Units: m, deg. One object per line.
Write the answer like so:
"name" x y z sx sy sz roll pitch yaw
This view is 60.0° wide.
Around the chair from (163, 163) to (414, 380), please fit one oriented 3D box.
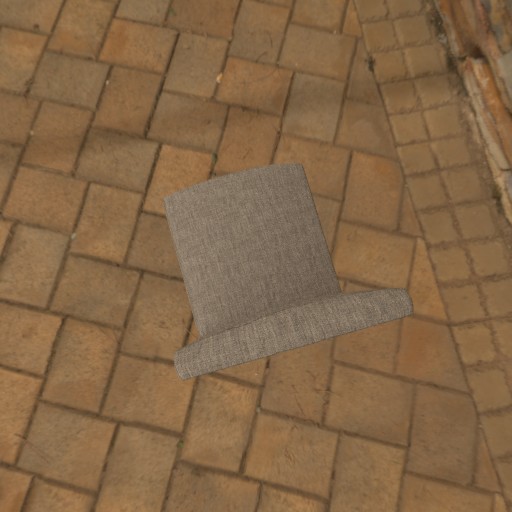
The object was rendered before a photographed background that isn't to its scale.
"chair" 0.000 0.000 1.257 0.451 0.917 0.580 -15 76 -4
